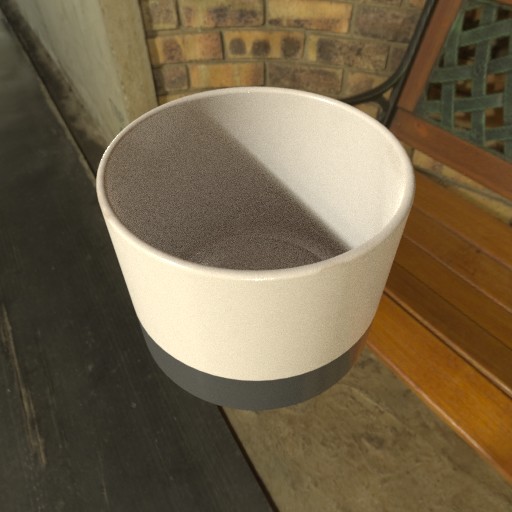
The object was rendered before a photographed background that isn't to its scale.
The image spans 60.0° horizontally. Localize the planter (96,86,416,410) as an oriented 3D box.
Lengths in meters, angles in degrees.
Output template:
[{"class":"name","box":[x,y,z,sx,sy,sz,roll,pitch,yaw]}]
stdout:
[{"class":"planter","box":[0.000,0.000,0.339,0.193,0.177,0.193,0,47,0]}]
